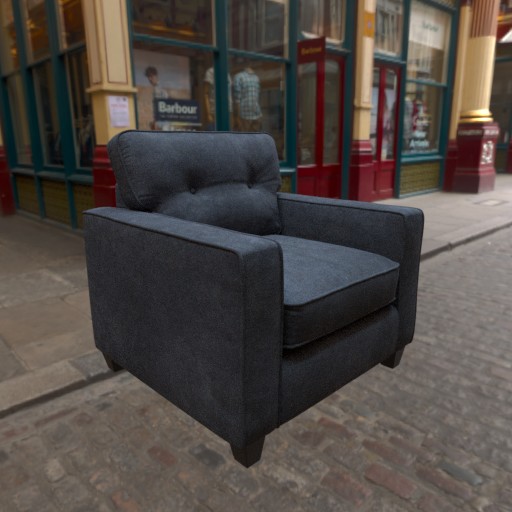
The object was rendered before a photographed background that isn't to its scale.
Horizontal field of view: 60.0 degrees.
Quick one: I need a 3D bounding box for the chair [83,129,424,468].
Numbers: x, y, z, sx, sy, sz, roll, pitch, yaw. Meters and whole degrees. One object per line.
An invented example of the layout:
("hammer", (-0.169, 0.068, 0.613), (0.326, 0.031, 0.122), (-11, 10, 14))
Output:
("chair", (0.000, 0.000, 1.758), (1.015, 0.965, 0.939), (-14, 20, -43))
